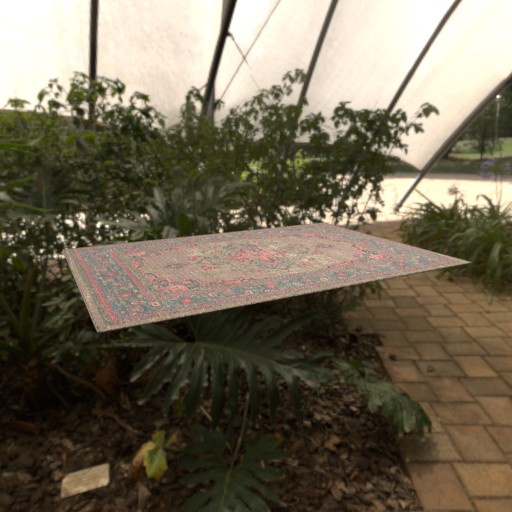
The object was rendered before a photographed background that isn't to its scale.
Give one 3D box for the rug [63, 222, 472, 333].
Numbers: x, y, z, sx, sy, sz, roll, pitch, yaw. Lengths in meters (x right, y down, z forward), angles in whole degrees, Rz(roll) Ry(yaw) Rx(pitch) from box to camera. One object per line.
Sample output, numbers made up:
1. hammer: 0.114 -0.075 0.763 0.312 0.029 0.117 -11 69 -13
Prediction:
1. rug: 0.000 0.000 3.786 2.890 0.013 2.005 -8 17 -27
